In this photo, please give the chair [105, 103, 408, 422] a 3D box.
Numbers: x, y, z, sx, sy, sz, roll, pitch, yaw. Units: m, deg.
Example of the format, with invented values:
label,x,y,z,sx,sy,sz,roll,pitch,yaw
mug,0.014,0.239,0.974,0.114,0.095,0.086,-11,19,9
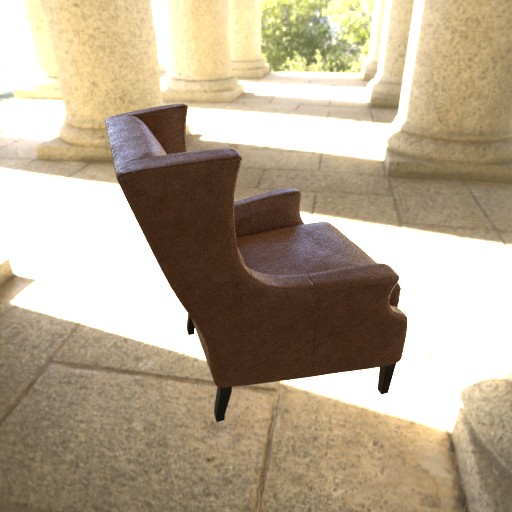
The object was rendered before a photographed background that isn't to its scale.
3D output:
label,x,y,z,sx,sy,sz,roll,pitch,yaw
chair,0.000,0.000,1.681,0.926,1.016,0.853,-9,30,-16
